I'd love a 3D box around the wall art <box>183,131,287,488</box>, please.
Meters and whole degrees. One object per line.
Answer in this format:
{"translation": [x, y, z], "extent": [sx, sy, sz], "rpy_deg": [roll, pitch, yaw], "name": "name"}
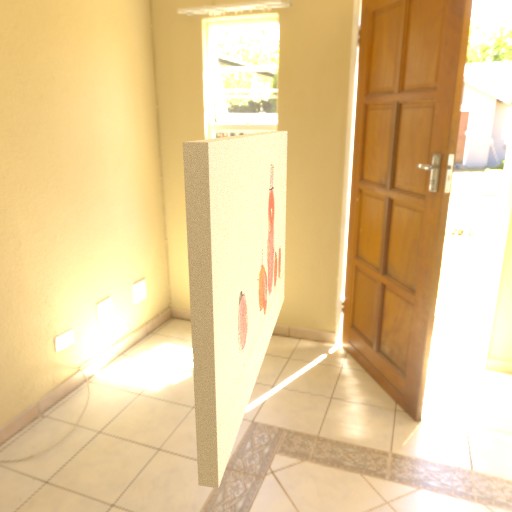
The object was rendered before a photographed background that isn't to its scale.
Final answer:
{"translation": [0.000, 0.000, 1.150], "extent": [0.038, 0.609, 0.914], "rpy_deg": [3, 17, 10], "name": "wall art"}
